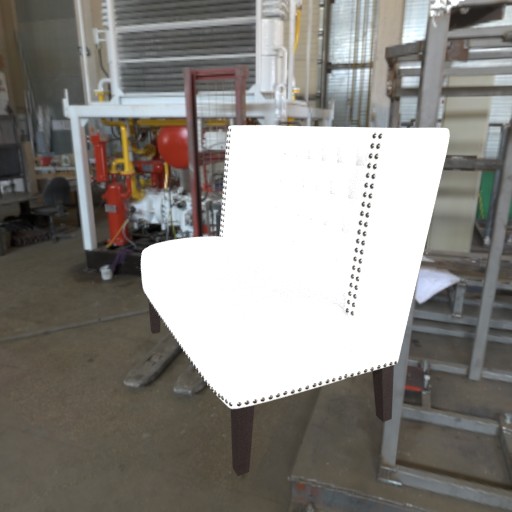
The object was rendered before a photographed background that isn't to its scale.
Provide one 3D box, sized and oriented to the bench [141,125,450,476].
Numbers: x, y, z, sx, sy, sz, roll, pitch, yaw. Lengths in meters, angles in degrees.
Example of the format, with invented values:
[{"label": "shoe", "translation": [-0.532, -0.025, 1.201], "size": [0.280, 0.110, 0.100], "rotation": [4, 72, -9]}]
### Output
[{"label": "bench", "translation": [0.000, 0.000, 2.008], "size": [0.847, 1.123, 1.280], "rotation": [-8, 19, -25]}]
